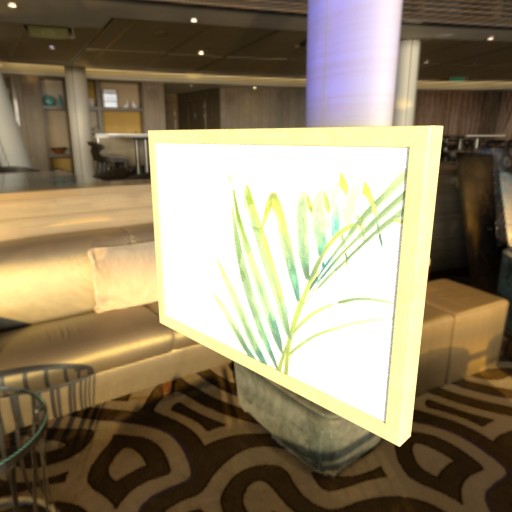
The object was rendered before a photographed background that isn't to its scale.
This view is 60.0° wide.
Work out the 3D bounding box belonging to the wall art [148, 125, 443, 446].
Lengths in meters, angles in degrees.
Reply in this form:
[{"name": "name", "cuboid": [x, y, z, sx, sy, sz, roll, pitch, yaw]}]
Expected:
[{"name": "wall art", "cuboid": [0.000, 0.000, 0.690, 0.032, 0.381, 0.533, -14, 21, -43]}]
